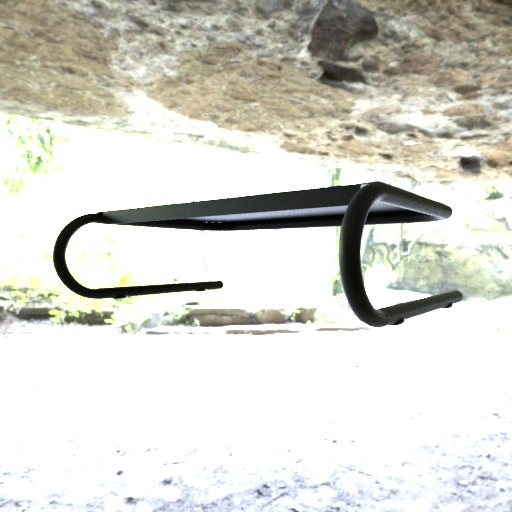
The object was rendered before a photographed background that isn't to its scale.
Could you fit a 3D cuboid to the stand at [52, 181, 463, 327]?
[{"bbox_3d":[0.000,0.000,0.496,0.370,0.108,0.280,0,0,38],"label":"stand"}]
